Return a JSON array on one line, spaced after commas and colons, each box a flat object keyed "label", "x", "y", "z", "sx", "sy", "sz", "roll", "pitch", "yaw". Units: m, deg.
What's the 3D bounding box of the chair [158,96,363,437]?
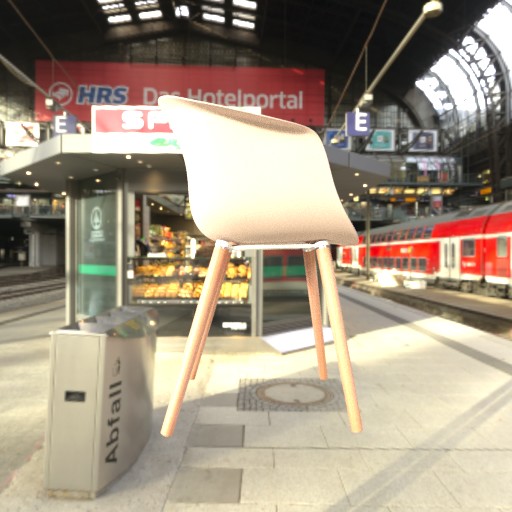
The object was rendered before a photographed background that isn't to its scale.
[{"label": "chair", "x": 0.000, "y": 0.000, "z": 1.181, "sx": 0.504, "sy": 0.781, "sz": 0.593, "roll": 0, "pitch": 0, "yaw": -1}]
